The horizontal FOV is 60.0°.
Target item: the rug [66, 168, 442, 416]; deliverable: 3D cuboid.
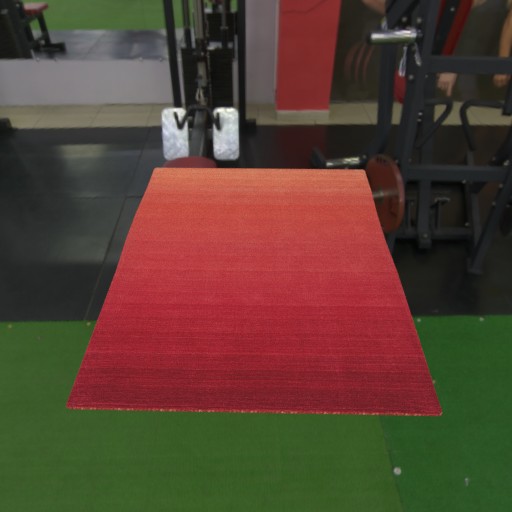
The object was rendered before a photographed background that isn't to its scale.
[{"bbox_3d":[0.000,0.000,3.807,2.340,0.028,2.905,1,41,1],"label":"rug"}]
